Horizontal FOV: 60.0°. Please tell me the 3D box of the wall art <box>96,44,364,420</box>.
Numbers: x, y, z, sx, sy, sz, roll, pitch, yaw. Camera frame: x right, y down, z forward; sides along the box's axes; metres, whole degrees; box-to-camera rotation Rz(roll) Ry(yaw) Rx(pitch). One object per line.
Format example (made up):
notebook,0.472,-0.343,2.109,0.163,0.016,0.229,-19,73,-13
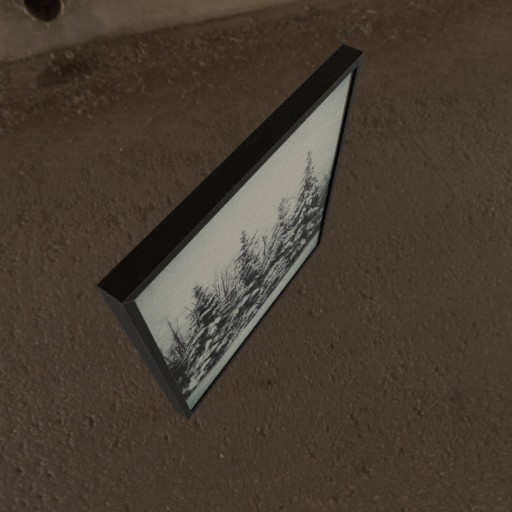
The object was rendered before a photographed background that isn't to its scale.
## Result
wall art,0.000,0.000,0.762,0.036,0.506,0.506,31,62,18
